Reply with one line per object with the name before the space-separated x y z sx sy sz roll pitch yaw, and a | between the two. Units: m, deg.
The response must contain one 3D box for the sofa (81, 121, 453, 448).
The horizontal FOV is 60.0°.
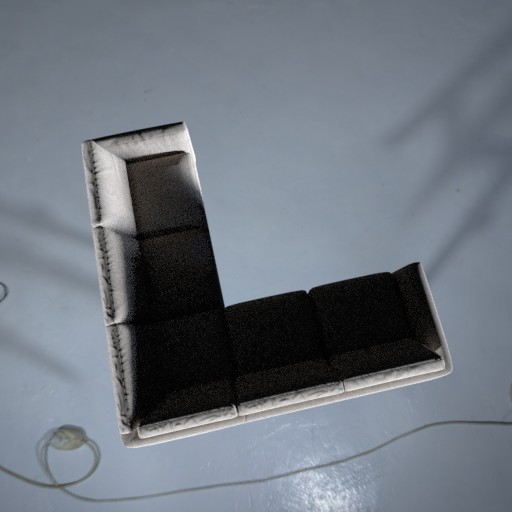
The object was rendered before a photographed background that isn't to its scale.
sofa | 0.000 0.000 3.606 2.438 0.864 2.438 -12 76 -3
